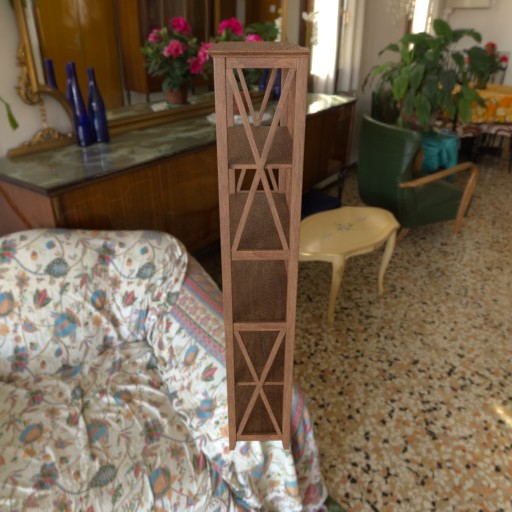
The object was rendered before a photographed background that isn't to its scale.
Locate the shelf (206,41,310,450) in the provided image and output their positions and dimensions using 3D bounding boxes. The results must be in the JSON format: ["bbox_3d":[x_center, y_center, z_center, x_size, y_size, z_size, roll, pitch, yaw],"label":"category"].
[{"bbox_3d":[0.000,0.000,2.215,0.335,1.905,0.805,0,28,-1],"label":"shelf"}]
